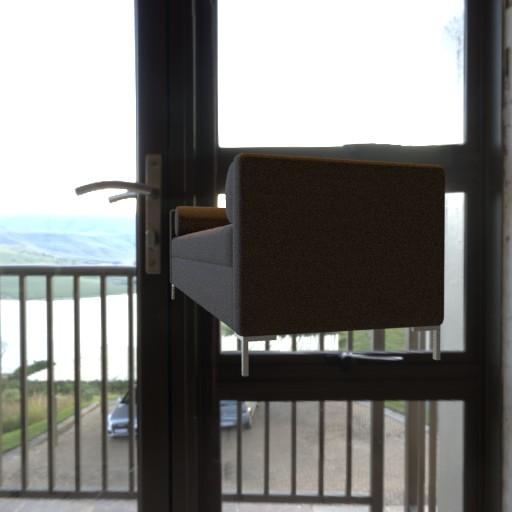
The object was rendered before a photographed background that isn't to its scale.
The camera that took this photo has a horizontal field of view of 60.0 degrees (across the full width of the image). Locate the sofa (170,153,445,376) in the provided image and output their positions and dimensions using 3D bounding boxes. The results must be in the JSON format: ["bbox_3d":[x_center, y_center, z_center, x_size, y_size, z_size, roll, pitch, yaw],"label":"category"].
[{"bbox_3d":[0.000,0.000,2.262,0.686,0.635,1.981,0,1,-16],"label":"sofa"}]
